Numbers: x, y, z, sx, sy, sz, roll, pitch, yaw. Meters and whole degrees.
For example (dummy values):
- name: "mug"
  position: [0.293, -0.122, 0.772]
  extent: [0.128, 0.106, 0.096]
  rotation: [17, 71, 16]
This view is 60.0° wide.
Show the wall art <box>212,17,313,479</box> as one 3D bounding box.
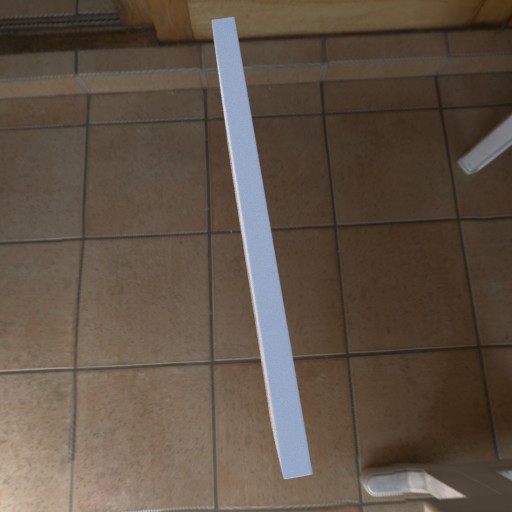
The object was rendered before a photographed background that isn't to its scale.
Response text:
- name: "wall art"
  position: [0.000, 0.000, 1.142]
  extent: [0.050, 0.610, 0.914]
  rotation: [-9, 77, -2]
